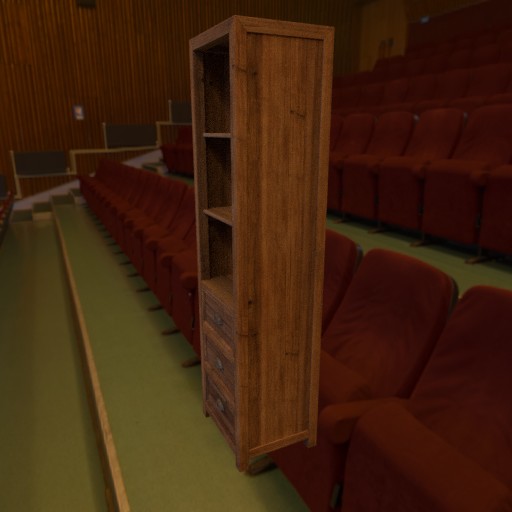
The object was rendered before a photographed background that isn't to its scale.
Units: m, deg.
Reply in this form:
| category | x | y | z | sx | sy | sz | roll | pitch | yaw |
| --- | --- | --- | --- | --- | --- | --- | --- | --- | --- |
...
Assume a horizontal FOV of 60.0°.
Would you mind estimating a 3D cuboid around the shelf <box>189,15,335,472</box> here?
| category | x | y | z | sx | sy | sz | roll | pitch | yaw |
| --- | --- | --- | --- | --- | --- | --- | --- | --- | --- |
| shelf | 0.000 | 0.000 | 2.086 | 0.428 | 1.900 | 0.500 | -8 | 18 | -25 |
